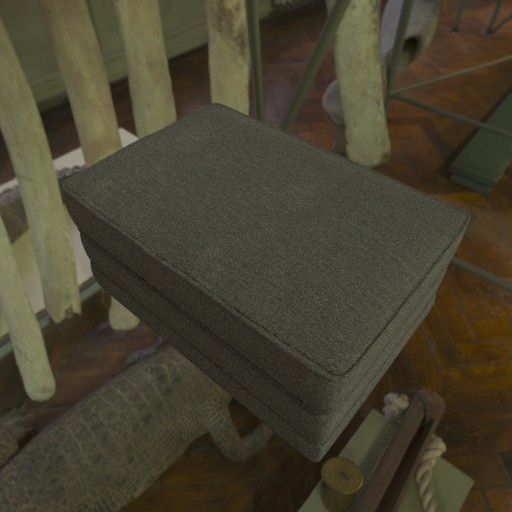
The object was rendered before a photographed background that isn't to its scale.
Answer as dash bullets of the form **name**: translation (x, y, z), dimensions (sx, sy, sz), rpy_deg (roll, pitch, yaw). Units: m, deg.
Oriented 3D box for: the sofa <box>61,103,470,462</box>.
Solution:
- **sofa**: translation (0.000, 0.000, 1.212), dimensions (0.854, 0.457, 0.578), rpy_deg (32, 54, 27)
